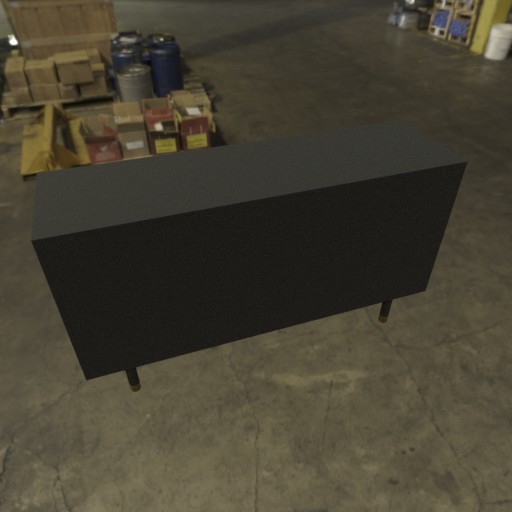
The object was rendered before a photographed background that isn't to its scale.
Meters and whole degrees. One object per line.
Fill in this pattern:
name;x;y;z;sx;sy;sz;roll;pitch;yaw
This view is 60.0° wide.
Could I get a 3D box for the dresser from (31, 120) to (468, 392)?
dresser;0.000;0.000;1.943;1.558;0.872;0.463;-12;40;-15
